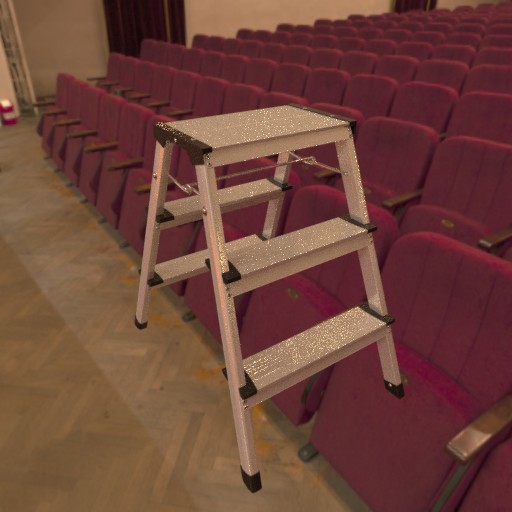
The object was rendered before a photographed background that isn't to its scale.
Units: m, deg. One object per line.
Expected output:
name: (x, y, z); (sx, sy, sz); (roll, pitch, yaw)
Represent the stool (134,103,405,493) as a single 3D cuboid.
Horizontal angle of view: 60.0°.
stool: (0.000, 0.000, 1.015); (0.437, 0.605, 0.622); (-19, 35, -29)
